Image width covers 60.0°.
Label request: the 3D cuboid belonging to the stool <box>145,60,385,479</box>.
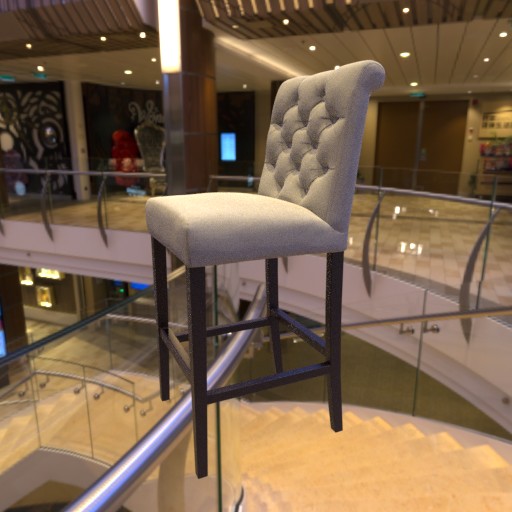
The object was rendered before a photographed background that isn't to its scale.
[{"bbox_3d":[0.000,0.000,1.424,0.601,1.140,0.493,-7,16,-24],"label":"stool"}]
